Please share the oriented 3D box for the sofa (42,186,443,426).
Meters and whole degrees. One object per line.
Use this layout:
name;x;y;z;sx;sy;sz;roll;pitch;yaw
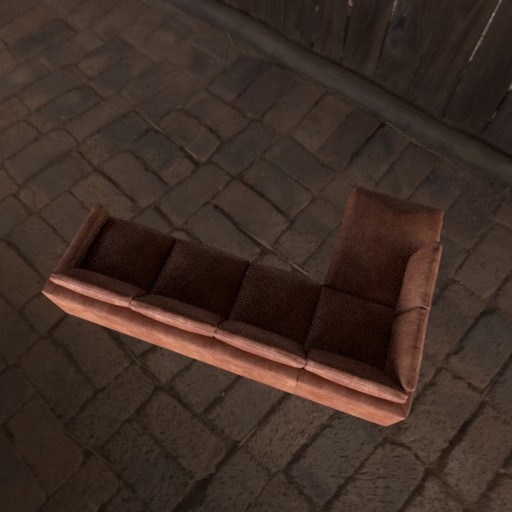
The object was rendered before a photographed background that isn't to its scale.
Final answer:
sofa;0.000;0.000;3.910;2.984;0.877;1.938;17;65;9
